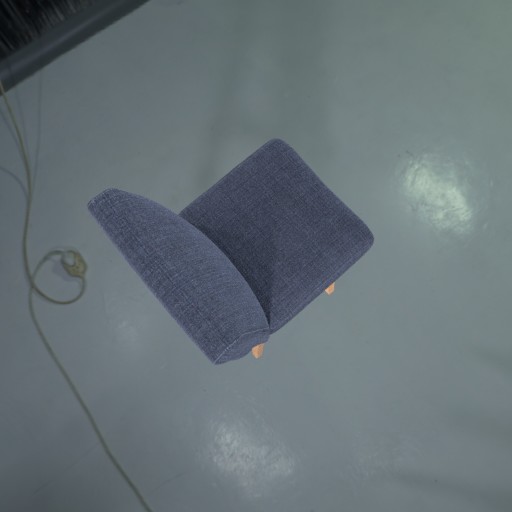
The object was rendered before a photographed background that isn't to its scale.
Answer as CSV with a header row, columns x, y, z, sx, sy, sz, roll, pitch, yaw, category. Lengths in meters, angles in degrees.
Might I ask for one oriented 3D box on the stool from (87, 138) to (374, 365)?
x,y,z,sx,sy,sz,roll,pitch,yaw,category
0.000,0.000,1.419,0.570,1.112,0.483,-40,80,-9,stool
